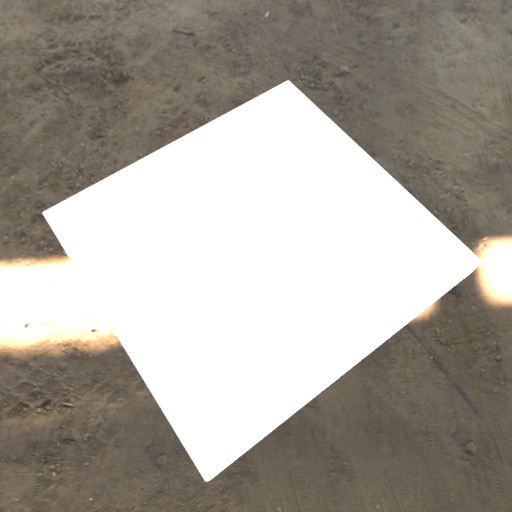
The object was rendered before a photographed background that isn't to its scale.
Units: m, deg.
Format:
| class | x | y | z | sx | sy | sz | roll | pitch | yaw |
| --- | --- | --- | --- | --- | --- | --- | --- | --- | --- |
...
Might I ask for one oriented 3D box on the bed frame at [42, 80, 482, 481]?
| class | x | y | z | sx | sy | sz | roll | pitch | yaw |
| --- | --- | --- | --- | --- | --- | --- | --- | --- | --- |
| bed frame | 0.000 | 0.000 | 3.041 | 2.032 | 0.559 | 1.930 | -33 | 68 | -15 |
